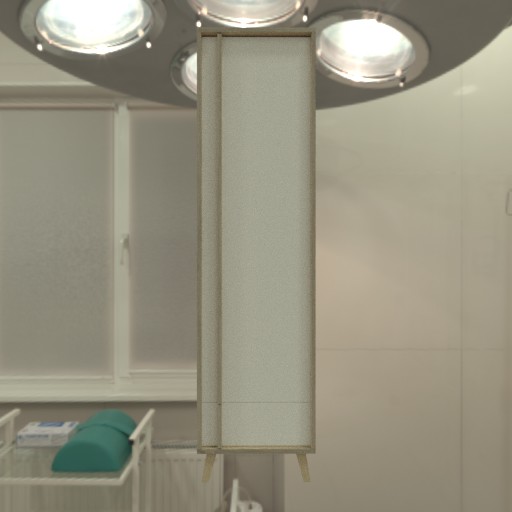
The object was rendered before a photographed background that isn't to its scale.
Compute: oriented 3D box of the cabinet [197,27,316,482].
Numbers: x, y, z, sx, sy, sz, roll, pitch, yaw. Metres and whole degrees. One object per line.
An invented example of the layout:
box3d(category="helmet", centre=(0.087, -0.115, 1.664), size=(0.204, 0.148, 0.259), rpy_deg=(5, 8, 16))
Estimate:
box3d(category="cabinet", centre=(0.000, 0.000, 2.127), size=(0.510, 1.960, 0.450), rpy_deg=(0, 0, 0))
